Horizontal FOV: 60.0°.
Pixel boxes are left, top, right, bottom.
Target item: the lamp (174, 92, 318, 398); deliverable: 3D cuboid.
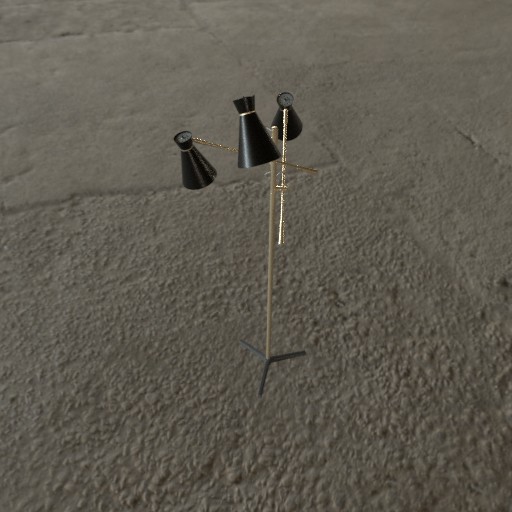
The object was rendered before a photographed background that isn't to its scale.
[{"bbox_3d":[0.000,0.000,2.205,0.653,1.804,0.750,-11,42,-13],"label":"lamp"}]
